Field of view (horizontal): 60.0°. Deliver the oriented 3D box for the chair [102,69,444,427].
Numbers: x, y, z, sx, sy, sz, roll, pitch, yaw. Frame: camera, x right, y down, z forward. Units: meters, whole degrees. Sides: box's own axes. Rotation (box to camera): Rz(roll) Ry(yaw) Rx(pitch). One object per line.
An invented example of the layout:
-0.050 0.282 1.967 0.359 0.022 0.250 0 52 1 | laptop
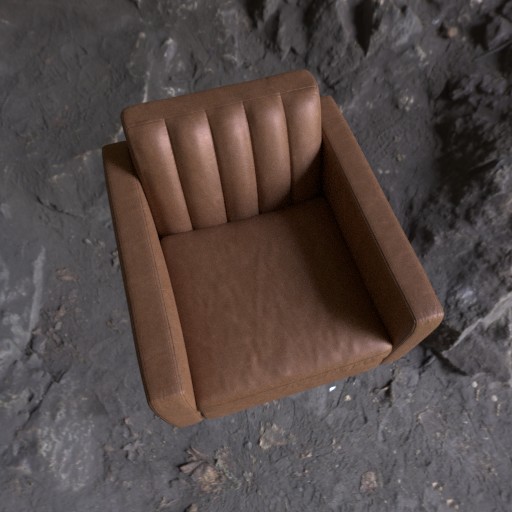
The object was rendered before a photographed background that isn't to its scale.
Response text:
0.000 0.000 1.684 0.953 0.819 0.998 -15 64 -7 | chair
